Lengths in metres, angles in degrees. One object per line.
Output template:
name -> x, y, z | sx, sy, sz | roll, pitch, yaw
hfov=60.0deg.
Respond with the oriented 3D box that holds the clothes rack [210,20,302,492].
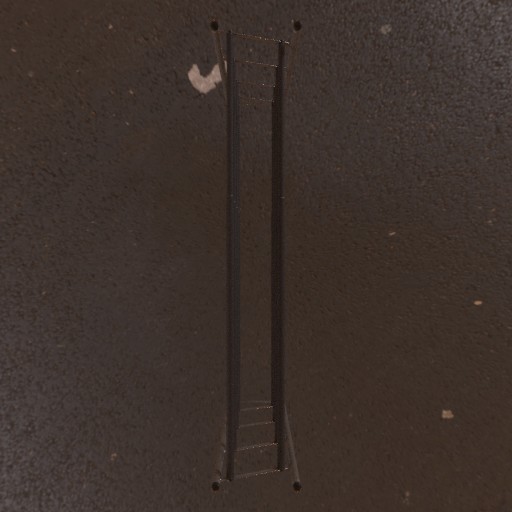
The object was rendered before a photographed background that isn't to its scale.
clothes rack -> 0.000, 0.000, 1.427 | 0.229, 0.672, 1.168 | 0, 91, 0
